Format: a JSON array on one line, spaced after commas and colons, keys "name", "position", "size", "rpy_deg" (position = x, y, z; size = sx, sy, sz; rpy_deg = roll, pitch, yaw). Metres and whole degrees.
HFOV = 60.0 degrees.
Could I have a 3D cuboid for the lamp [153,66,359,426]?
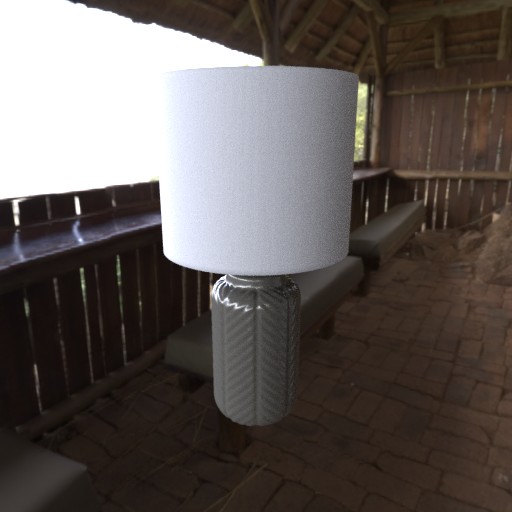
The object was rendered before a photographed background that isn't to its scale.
[{"name": "lamp", "position": [0.000, 0.000, 0.500], "size": [0.203, 0.389, 0.203], "rpy_deg": [3, 17, 9]}]
